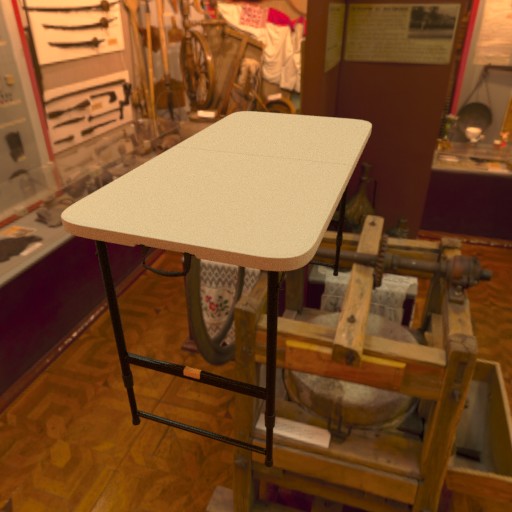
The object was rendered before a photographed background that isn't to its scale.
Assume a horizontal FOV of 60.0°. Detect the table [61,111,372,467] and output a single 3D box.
[{"bbox_3d":[0.000,0.000,1.602,0.611,0.737,1.245,10,32,16],"label":"table"}]
